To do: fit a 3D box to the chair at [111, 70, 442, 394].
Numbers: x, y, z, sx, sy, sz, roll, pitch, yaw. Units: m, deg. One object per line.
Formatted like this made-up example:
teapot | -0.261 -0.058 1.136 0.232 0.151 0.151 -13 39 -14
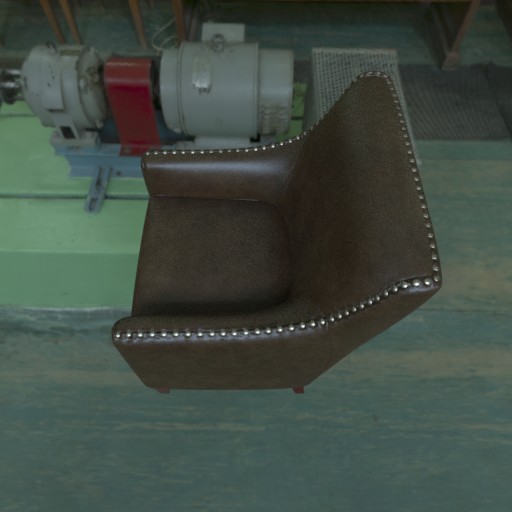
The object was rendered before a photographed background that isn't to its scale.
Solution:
chair | 0.000 0.000 1.291 0.704 0.813 0.639 0 59 0
